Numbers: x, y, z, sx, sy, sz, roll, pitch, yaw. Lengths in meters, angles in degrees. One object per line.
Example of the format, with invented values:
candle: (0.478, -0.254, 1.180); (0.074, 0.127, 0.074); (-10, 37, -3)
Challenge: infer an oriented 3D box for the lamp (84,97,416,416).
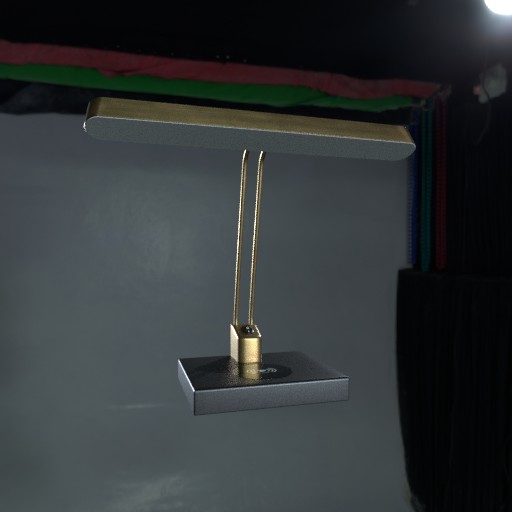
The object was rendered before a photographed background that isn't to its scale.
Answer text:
lamp: (0.000, 0.000, 0.578); (0.412, 0.345, 0.156); (0, 0, -16)
